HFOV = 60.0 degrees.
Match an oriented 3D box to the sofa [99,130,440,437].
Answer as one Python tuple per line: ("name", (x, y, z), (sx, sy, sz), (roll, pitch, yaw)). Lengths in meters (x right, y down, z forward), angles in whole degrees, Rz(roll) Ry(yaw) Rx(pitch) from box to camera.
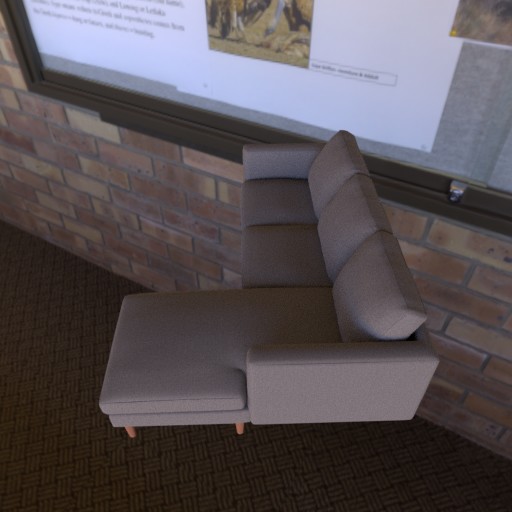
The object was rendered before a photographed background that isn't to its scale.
("sofa", (0.000, 0.000, 2.866), (1.591, 0.897, 2.031), (-1, 42, -1))
